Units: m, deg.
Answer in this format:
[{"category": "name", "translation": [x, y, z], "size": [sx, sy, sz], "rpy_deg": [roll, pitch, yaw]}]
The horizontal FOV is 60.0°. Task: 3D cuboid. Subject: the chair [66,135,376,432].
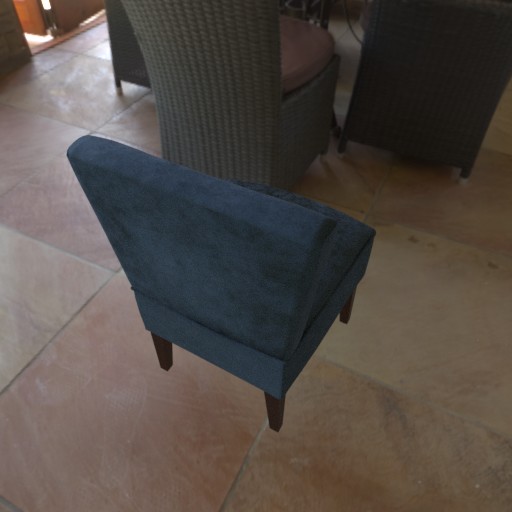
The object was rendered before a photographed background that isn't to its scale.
[{"category": "chair", "translation": [0.000, 0.000, 1.172], "size": [0.521, 0.806, 0.551], "rpy_deg": [22, 50, 20]}]
